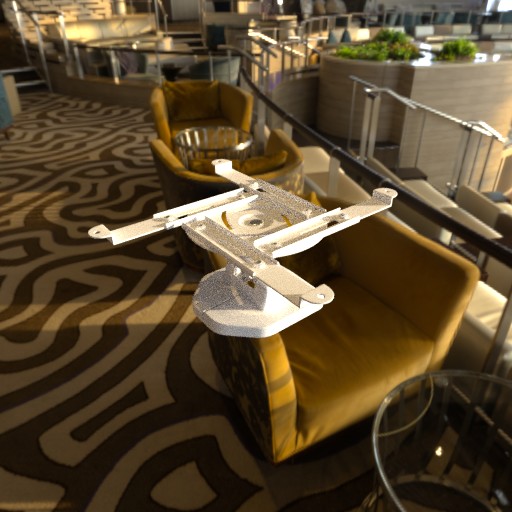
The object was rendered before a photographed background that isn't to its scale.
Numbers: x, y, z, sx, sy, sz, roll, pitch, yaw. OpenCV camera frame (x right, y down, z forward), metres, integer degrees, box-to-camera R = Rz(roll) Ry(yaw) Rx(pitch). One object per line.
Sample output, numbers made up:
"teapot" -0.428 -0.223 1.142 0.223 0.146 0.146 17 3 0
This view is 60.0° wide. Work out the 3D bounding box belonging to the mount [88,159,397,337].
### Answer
"mount" 0.000 0.000 0.618 0.394 0.141 0.394 -22 38 -32
